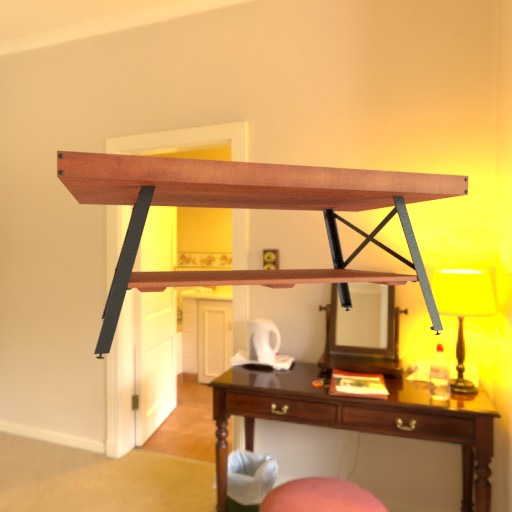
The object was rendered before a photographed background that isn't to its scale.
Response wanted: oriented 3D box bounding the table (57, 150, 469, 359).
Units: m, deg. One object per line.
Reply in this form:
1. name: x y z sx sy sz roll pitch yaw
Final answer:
1. table: 0.000 0.000 1.383 1.067 0.457 0.610 0 1 -18
